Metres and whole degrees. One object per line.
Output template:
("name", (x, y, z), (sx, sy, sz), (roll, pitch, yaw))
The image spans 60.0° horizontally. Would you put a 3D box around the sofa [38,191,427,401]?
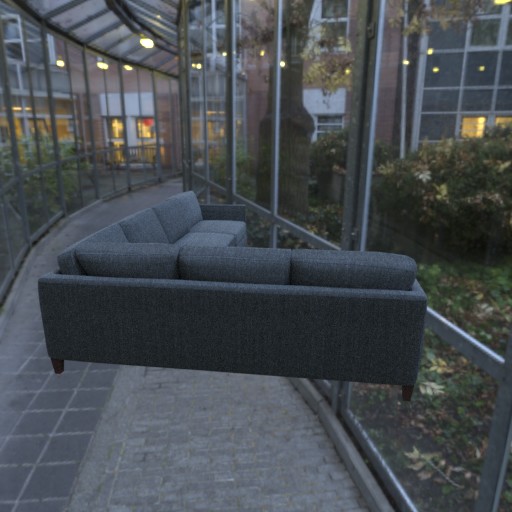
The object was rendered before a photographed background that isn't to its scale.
("sofa", (0.000, 0.000, 4.439), (2.593, 0.947, 3.302), (2, 16, 8))
